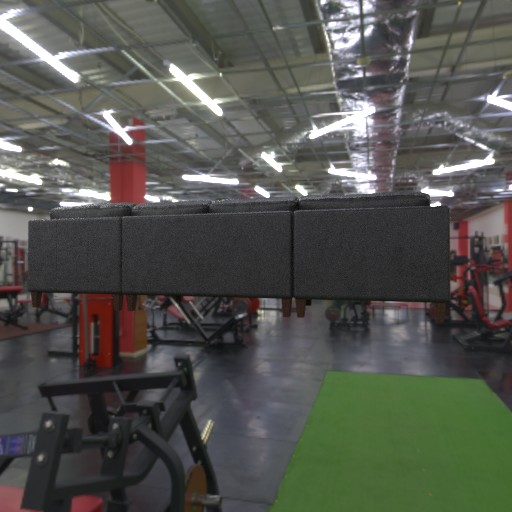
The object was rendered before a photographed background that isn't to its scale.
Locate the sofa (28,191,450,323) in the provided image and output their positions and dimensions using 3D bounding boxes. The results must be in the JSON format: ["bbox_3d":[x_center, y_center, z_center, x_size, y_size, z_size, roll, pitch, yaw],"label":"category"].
[{"bbox_3d":[0.000,0.000,4.442,3.324,0.891,2.452,0,-1,17],"label":"sofa"}]
